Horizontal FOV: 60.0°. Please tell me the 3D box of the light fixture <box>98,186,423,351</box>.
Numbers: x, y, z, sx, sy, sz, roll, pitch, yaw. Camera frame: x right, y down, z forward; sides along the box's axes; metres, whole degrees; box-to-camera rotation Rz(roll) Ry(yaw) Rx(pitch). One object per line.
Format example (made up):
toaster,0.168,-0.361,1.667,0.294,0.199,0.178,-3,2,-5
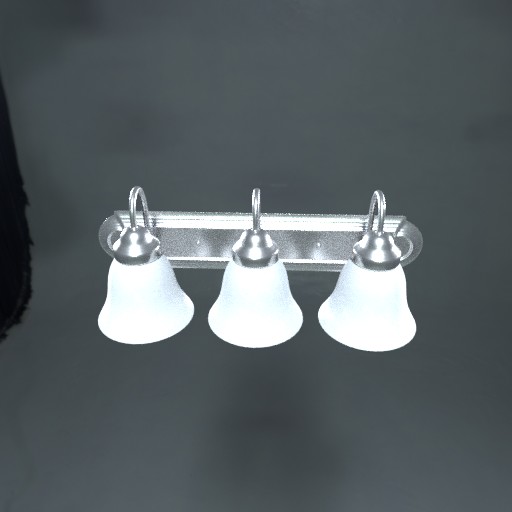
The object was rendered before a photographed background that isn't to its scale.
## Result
light fixture,0.000,0.000,0.736,0.610,0.222,0.199,1,30,2
